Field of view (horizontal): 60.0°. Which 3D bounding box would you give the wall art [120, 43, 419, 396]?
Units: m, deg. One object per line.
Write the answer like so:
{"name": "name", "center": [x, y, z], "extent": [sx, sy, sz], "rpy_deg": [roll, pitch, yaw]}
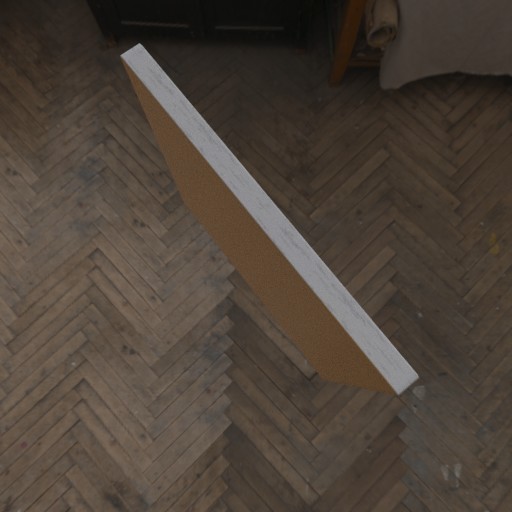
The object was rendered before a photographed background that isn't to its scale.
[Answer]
{"name": "wall art", "center": [0.000, 0.000, 1.889], "extent": [0.078, 1.288, 1.287], "rpy_deg": [-37, 79, -9]}
